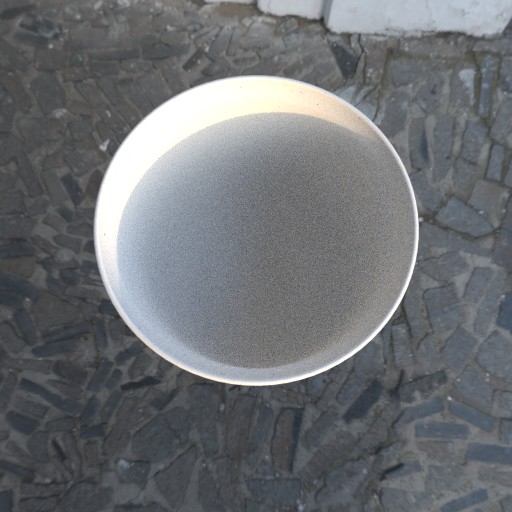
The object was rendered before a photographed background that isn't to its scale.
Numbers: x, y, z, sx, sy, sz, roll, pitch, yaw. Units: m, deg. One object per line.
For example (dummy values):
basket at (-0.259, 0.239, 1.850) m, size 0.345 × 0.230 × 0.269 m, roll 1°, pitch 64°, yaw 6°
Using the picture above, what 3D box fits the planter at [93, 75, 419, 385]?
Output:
planter at (0.000, 0.000, 0.492) m, size 0.268 × 0.270 × 0.268 m, roll 0°, pitch 76°, yaw 0°
